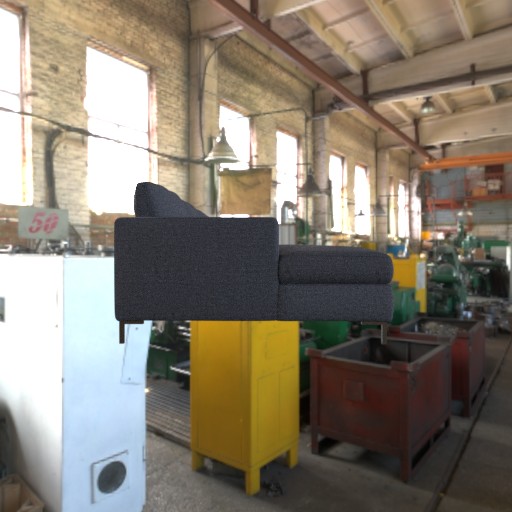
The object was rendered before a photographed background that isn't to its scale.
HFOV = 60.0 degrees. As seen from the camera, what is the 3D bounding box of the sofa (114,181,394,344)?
[{"bbox_3d":[0.000,0.000,2.957,1.125,0.673,2.445,0,1,0],"label":"sofa"}]
